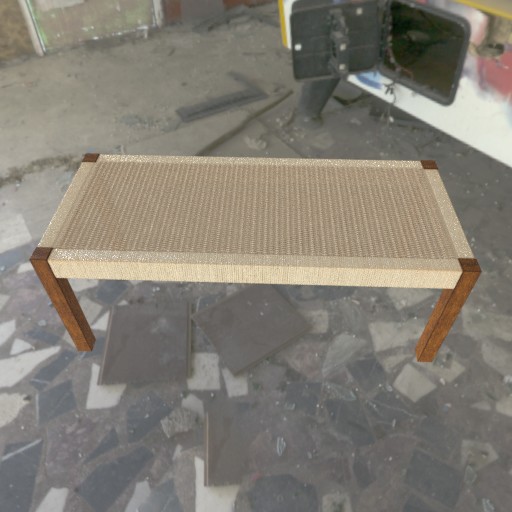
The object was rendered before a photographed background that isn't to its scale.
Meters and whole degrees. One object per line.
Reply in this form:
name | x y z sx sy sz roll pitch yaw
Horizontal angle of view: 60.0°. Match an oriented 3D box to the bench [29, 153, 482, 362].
bench | 0.000 0.000 1.510 1.198 0.457 0.507 1 46 1
